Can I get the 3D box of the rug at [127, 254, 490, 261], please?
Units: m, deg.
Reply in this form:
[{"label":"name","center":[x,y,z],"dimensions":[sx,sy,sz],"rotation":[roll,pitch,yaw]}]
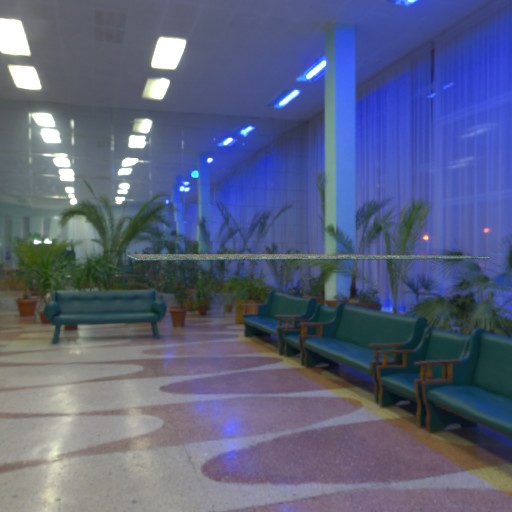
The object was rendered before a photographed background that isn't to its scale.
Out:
[{"label":"rug","center":[0.000,0.000,2.855],"dimensions":[1.567,0.014,2.207],"rotation":[0,1,-17]}]
